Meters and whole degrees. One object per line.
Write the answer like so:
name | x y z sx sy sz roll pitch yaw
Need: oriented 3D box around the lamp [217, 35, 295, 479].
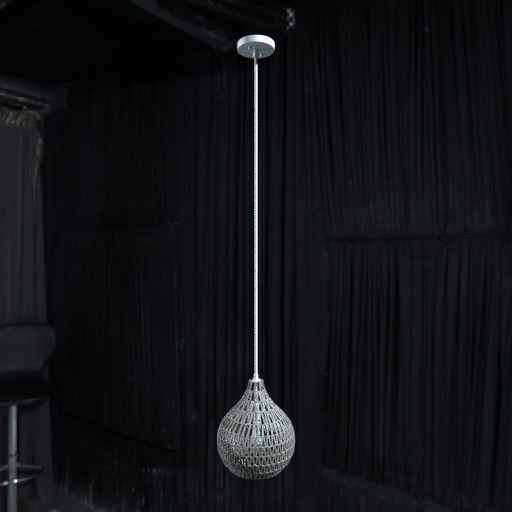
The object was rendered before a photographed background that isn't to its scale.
lamp | 0.000 0.000 2.017 0.355 1.919 0.355 1 1 35
